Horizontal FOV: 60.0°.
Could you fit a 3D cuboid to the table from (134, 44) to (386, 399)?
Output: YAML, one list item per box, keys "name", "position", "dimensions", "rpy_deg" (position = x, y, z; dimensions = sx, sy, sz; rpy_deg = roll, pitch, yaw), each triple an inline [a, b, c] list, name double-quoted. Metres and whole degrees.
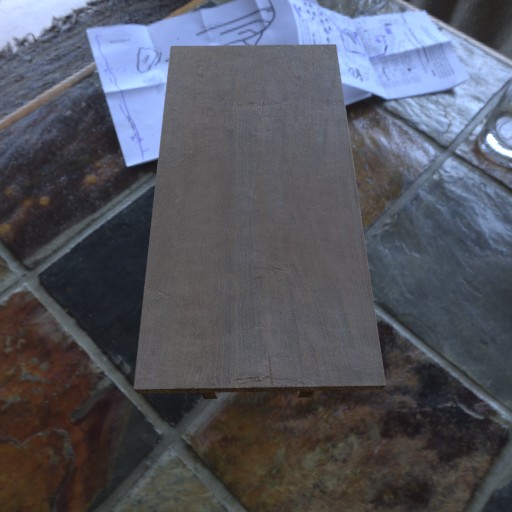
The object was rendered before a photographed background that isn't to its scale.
- name: "table"
  position: [0.000, 0.000, 1.635]
  dimensions: [0.556, 0.914, 1.119]
  rpy_deg: [-1, 63, 0]
